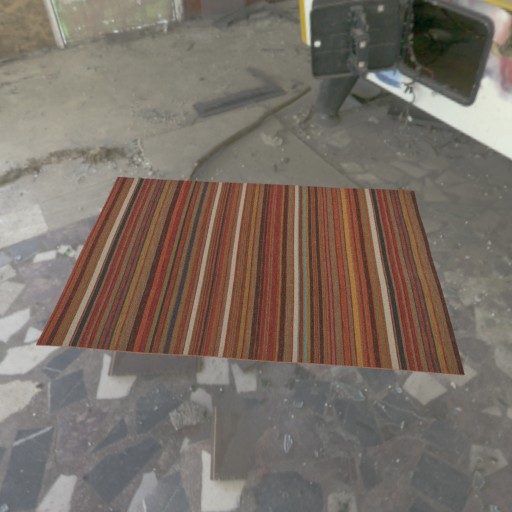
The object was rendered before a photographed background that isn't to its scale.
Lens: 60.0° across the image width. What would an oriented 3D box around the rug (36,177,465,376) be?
[{"bbox_3d":[0.000,0.000,2.294,1.828,0.007,1.217,3,47,3],"label":"rug"}]
